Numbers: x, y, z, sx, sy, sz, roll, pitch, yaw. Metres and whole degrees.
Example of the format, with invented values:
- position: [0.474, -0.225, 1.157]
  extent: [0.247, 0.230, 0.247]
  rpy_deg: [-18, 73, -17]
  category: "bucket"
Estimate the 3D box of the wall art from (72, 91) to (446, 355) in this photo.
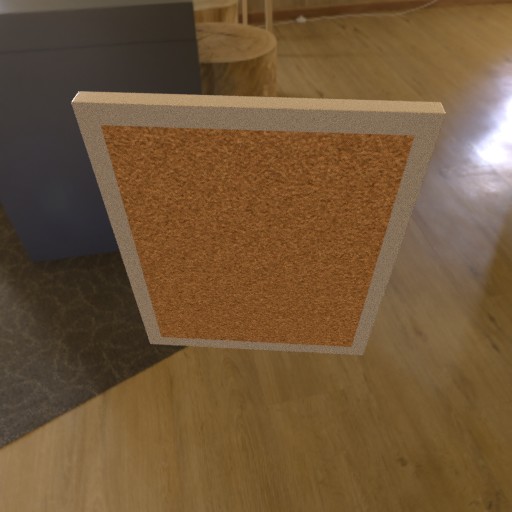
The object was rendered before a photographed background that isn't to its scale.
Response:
- position: [0.000, 0.000, 0.747]
  extent: [0.454, 0.556, 0.028]
  rpy_deg: [3, 47, 2]
  category: "wall art"
